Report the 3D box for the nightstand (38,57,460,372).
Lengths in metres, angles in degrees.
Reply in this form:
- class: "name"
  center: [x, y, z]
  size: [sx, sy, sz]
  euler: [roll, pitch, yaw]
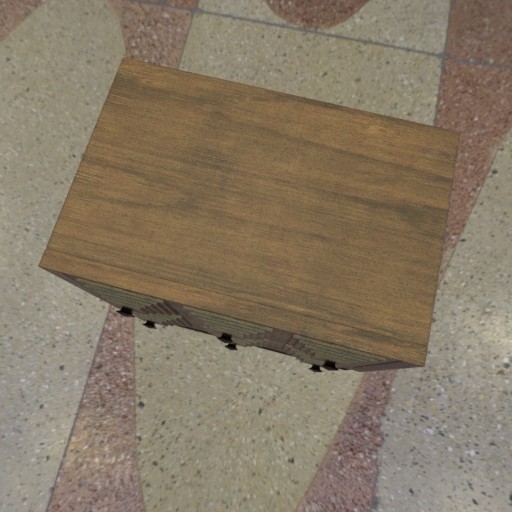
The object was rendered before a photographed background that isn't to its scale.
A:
- class: "nightstand"
  center: [0.000, 0.000, 1.014]
  size: [0.610, 0.610, 0.437]
  euler: [14, 75, 4]
